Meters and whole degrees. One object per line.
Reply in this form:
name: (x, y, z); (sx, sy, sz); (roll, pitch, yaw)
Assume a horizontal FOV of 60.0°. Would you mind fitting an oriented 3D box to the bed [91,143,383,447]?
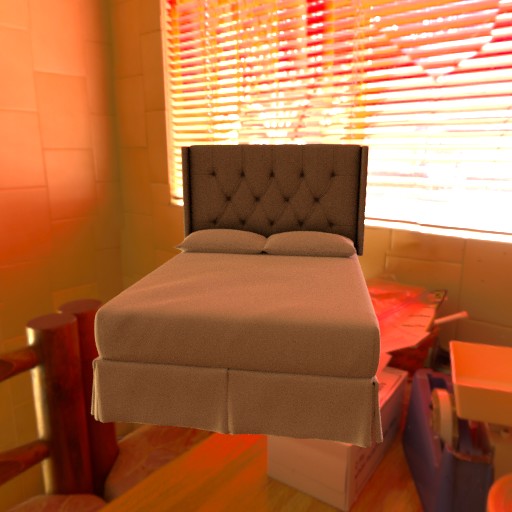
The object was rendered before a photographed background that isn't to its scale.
bed: (0.000, 0.000, 3.306); (1.719, 1.665, 2.066); (2, 13, 8)
